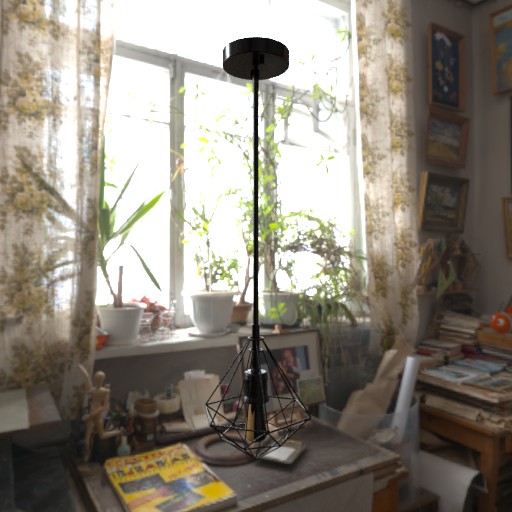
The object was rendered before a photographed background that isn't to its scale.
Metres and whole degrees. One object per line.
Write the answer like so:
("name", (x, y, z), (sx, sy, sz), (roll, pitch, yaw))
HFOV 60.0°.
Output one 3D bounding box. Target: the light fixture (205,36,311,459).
("light fixture", (0.000, 0.000, 1.928), (0.487, 1.764, 0.431), (0, 0, 19))
